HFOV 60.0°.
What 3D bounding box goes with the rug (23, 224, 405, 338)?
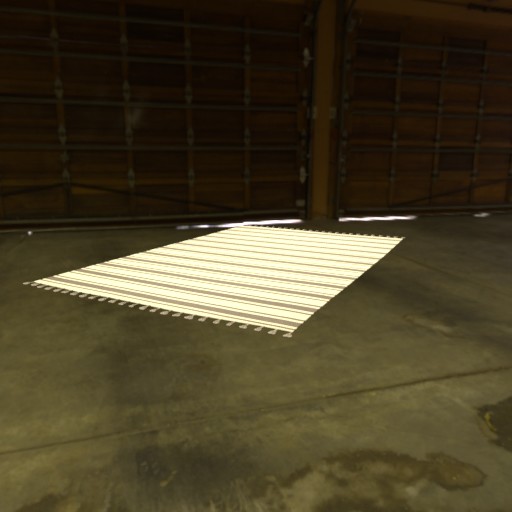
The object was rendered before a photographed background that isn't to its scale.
[{"bbox_3d":[0.000,0.000,3.048,1.563,0.014,2.425,7,14,27],"label":"rug"}]
